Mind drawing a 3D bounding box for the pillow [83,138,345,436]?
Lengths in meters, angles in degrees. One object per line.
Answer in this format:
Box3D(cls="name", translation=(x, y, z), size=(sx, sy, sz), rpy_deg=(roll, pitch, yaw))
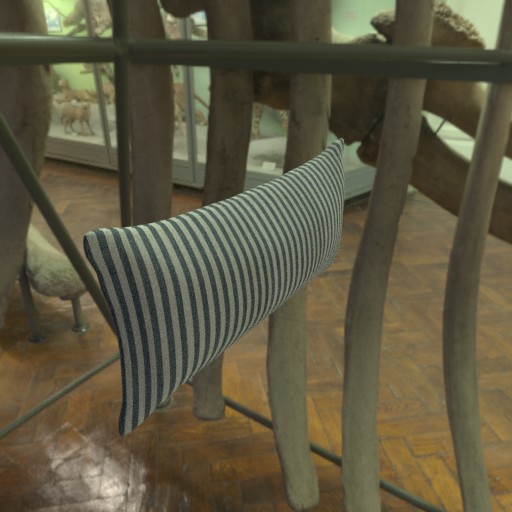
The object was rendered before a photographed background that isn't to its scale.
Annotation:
Box3D(cls="pillow", translation=(0.000, 0.000, 0.749), size=(0.151, 0.295, 0.617), rpy_deg=(17, 31, 31))
